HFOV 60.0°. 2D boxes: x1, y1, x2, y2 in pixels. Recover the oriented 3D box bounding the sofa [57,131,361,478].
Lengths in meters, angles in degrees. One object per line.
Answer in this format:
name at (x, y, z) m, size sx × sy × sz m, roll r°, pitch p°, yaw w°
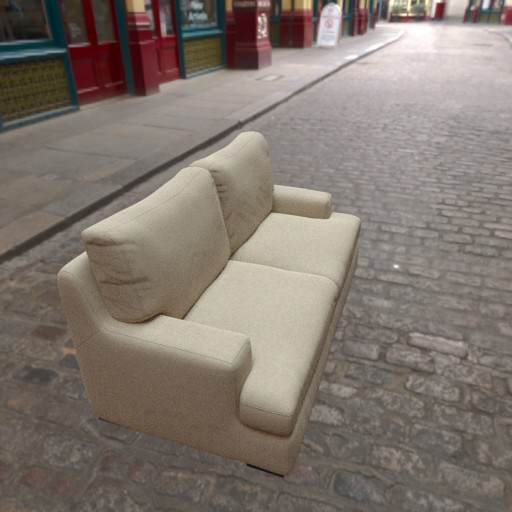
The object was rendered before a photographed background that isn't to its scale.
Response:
sofa at (0.000, 0.000, 2.433) m, size 0.962 × 0.967 × 1.885 m, roll 10°, pitch 30°, yaw 17°
